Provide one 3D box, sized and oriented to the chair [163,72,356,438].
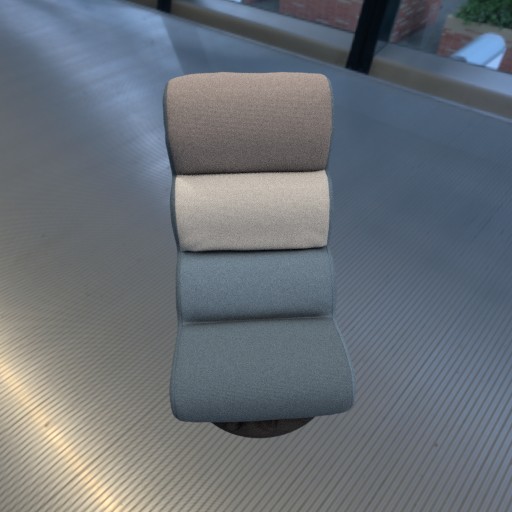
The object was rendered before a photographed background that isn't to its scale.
[{"bbox_3d":[0.000,0.000,1.068,0.420,0.641,0.661,-2,45,-2],"label":"chair"}]
